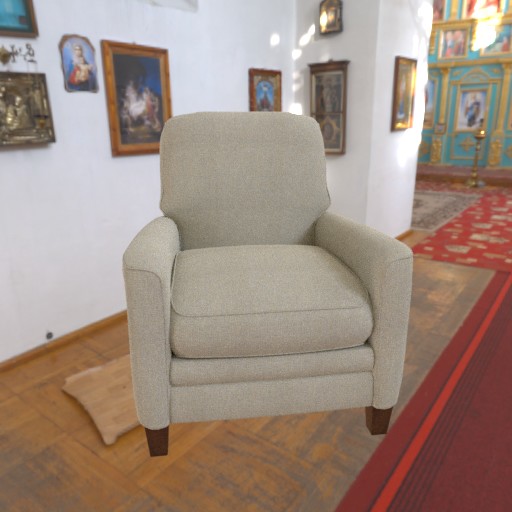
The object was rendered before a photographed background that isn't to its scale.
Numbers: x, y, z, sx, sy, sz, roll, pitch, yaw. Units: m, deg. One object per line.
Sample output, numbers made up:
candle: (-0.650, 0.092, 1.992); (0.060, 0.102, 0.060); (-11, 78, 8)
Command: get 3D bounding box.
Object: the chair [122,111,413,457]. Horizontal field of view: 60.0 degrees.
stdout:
chair: (0.000, 0.000, 1.592); (0.850, 1.006, 0.853); (-2, 17, -8)
